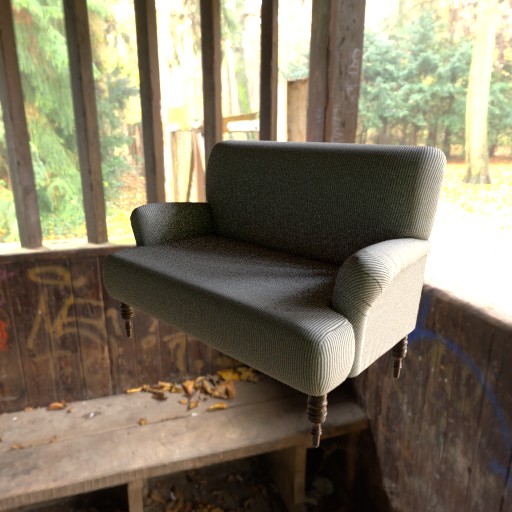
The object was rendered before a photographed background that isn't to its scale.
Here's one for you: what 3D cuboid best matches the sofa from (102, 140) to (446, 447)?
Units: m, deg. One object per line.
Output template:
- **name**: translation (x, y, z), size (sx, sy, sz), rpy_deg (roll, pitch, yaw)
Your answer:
- **sofa**: translation (0.000, 0.000, 1.825), size (1.297, 0.889, 0.779), rpy_deg (15, 22, 41)
